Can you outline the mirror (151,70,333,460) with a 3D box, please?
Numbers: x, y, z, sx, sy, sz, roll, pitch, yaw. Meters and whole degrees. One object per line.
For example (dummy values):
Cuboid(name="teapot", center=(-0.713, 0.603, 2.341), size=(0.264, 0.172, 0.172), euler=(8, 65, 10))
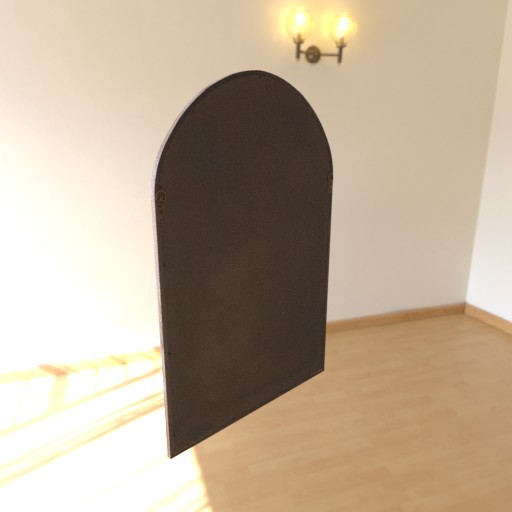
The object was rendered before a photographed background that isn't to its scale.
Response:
Cuboid(name="mirror", center=(0.000, 0.000, 1.179), size=(0.609, 0.915, 0.032), euler=(-14, 21, -42))
